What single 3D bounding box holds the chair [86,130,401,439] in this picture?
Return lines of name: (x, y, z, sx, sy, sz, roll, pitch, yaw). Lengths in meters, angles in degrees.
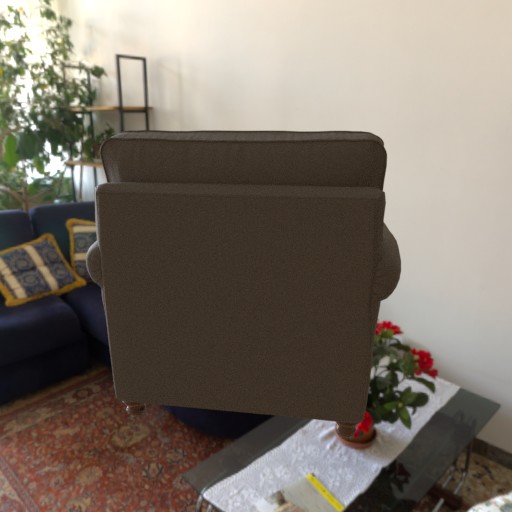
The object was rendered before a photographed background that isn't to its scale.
chair: (0.000, 0.000, 1.757, 1.029, 0.967, 0.966, 2, 17, 8)
